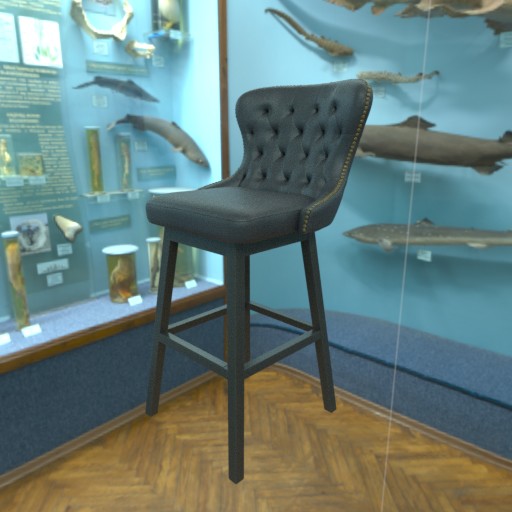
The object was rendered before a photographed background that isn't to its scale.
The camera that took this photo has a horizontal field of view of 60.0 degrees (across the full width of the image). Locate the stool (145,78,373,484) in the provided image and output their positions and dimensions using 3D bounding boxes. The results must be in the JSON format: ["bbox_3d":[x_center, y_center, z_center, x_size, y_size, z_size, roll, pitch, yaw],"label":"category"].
[{"bbox_3d":[0.000,0.000,1.385,0.528,1.050,0.601,15,22,42],"label":"stool"}]
